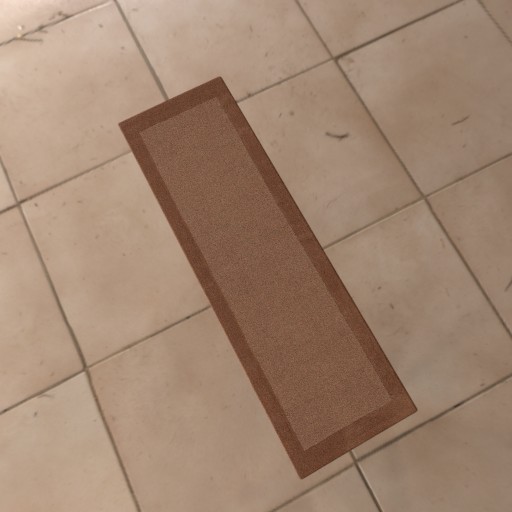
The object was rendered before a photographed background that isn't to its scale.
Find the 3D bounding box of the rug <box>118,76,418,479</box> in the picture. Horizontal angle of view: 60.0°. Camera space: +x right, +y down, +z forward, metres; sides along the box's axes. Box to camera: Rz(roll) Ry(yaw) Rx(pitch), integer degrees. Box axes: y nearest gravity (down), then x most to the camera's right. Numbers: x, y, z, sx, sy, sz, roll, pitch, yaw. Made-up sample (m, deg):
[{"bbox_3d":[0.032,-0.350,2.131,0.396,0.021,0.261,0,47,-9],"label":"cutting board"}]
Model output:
[{"bbox_3d":[0.000,0.000,2.704,0.764,0.017,2.439,-28,78,-6],"label":"rug"}]
